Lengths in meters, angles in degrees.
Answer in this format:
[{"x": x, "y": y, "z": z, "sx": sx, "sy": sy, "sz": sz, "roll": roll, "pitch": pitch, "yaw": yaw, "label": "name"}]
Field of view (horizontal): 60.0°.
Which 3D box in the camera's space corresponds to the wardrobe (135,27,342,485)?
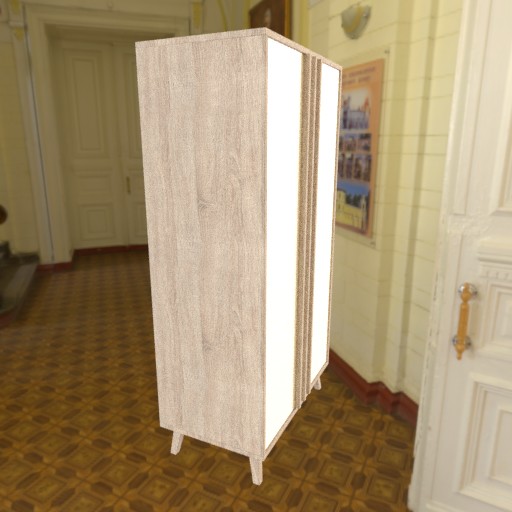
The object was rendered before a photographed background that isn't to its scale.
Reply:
[{"x": 0.000, "y": 0.000, "z": 2.352, "sx": 0.600, "sy": 1.960, "sz": 1.000, "roll": 7, "pitch": 17, "yaw": 25, "label": "wardrobe"}]
